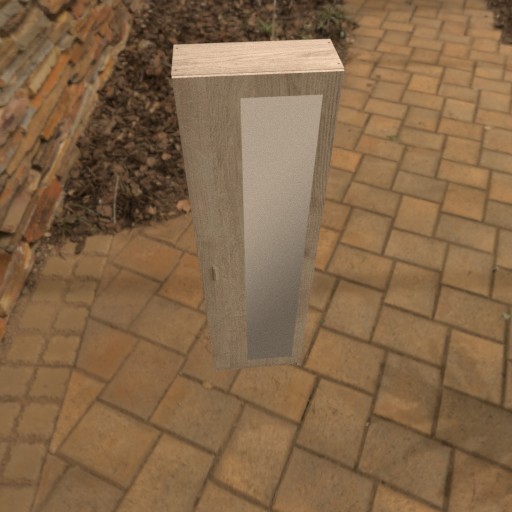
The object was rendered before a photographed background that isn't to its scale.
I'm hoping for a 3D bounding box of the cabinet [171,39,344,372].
[{"bbox_3d":[0.000,0.000,2.002,0.500,1.790,0.230,-4,48,-3],"label":"cabinet"}]
